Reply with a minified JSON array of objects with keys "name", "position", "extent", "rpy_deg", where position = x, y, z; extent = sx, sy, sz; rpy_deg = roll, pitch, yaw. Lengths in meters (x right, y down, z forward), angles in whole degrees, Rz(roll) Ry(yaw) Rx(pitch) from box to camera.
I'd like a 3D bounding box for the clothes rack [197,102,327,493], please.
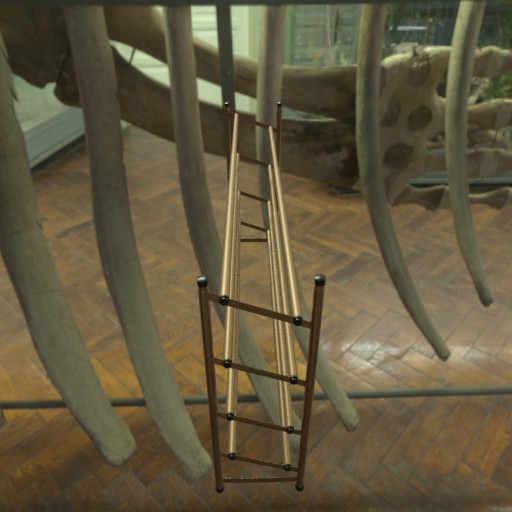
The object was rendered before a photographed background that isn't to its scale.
[{"name":"clothes rack","position":[0.000,0.000,1.430],"extent":[0.229,0.672,1.168],"rpy_deg":[-1,34,-1]}]
